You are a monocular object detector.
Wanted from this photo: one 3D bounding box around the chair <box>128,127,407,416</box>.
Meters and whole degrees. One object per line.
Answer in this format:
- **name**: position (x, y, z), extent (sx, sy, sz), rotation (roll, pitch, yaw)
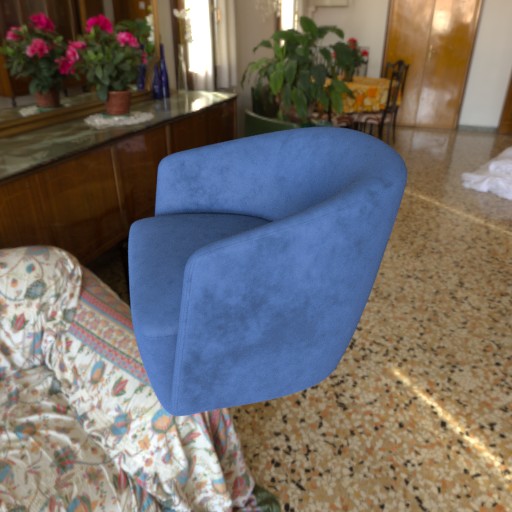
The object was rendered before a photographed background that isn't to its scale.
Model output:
- **chair**: position (0.000, 0.000, 1.373), extent (0.767, 0.698, 0.773), rotation (-7, 29, -14)
